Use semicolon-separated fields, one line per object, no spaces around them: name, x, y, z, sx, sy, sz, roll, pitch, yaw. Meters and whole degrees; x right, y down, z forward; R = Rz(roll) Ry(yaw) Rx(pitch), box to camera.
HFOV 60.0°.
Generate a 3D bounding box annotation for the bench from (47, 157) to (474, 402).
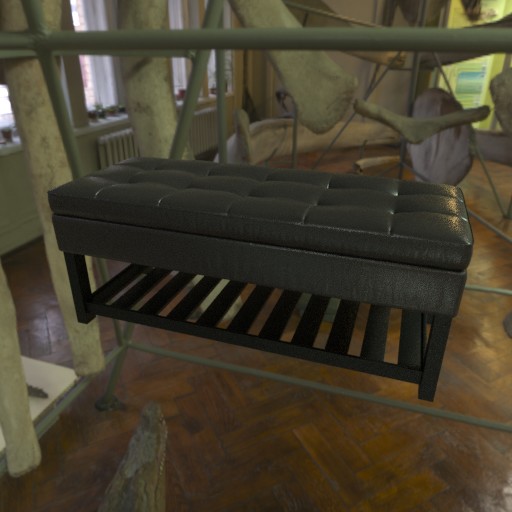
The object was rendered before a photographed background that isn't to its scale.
bench;0.000;0.000;1.339;1.105;0.460;0.432;9;27;17
